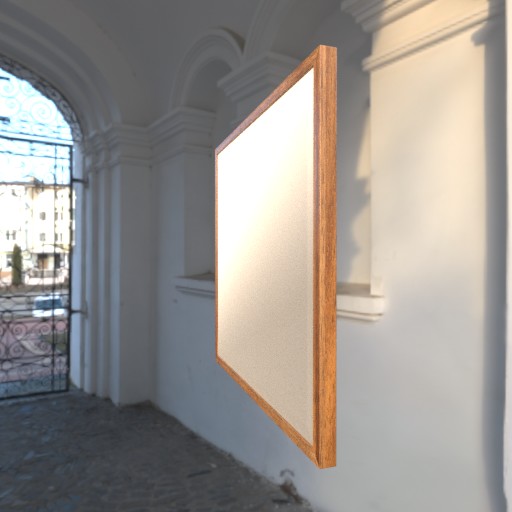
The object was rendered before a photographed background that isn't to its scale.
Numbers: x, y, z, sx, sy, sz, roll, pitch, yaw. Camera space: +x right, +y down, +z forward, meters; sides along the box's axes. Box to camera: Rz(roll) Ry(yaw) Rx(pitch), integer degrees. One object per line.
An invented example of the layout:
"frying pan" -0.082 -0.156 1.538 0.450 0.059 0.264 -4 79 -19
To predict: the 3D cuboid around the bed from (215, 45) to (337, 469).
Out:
"bed" 0.000 0.000 1.481 0.043 0.940 1.041 0 0 -18
